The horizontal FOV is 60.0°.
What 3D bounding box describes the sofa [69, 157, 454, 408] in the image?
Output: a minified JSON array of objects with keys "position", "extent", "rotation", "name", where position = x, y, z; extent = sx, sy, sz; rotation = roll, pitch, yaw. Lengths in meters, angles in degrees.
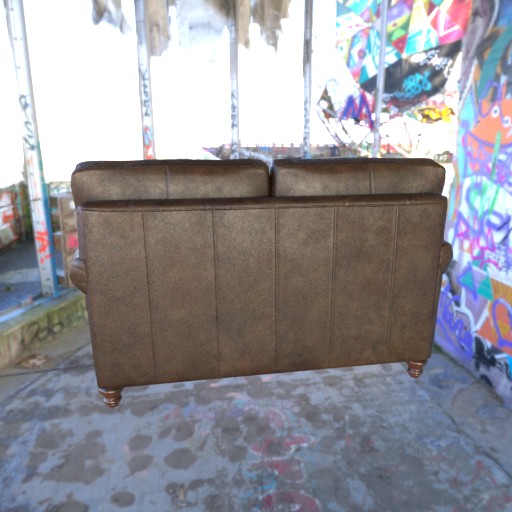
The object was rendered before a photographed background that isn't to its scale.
[{"position":[0.000,0.000,2.204],"extent":[1.616,0.976,0.990],"rotation":[-3,15,-10],"name":"sofa"}]
